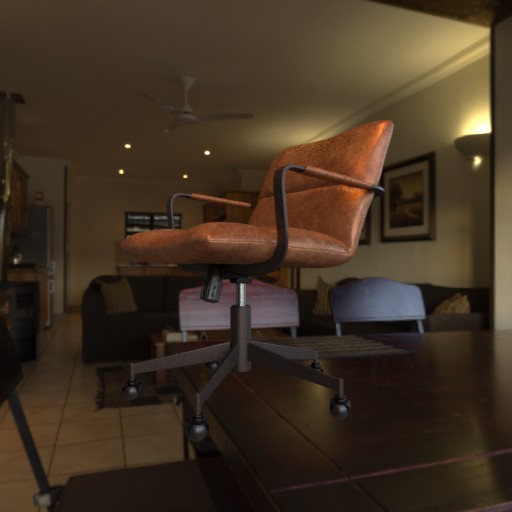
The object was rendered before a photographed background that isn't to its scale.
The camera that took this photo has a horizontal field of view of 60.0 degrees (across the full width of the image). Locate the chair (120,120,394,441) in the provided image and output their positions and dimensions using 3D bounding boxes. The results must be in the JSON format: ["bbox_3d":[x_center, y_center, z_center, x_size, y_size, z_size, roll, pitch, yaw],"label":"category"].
[{"bbox_3d":[0.000,0.000,1.476,0.754,0.922,0.727,1,-1,-38],"label":"chair"}]
